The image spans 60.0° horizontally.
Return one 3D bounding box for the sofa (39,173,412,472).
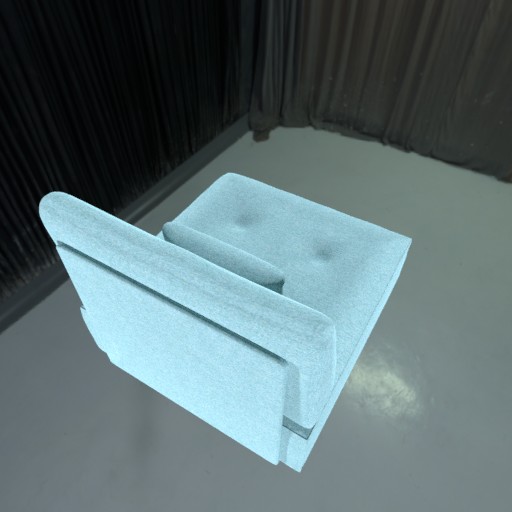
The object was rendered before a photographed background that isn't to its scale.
[{"bbox_3d":[0.000,0.000,1.653,0.930,0.820,1.000,24,51,21],"label":"sofa"}]
